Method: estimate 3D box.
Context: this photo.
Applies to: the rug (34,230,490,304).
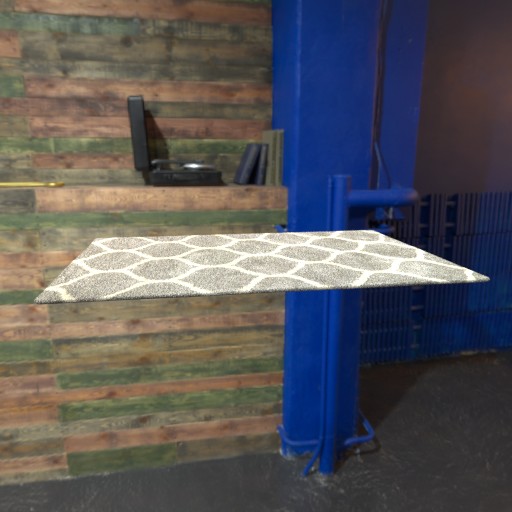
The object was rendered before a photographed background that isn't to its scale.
[{"bbox_3d":[0.000,0.000,3.428,2.701,0.026,1.801,-2,13,-9],"label":"rug"}]
